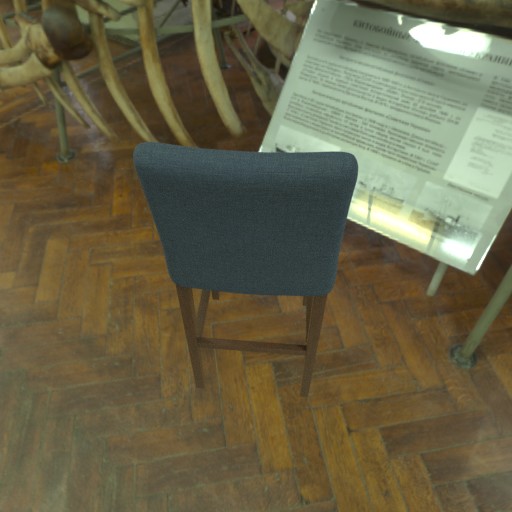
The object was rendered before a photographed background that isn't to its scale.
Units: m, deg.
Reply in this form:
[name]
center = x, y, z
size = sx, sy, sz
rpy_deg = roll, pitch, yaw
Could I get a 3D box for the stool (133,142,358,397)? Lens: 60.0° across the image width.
[stool]
center = 0.000, 0.000, 1.359
size = 0.470, 1.078, 0.577
rpy_deg = 4, 47, 3
